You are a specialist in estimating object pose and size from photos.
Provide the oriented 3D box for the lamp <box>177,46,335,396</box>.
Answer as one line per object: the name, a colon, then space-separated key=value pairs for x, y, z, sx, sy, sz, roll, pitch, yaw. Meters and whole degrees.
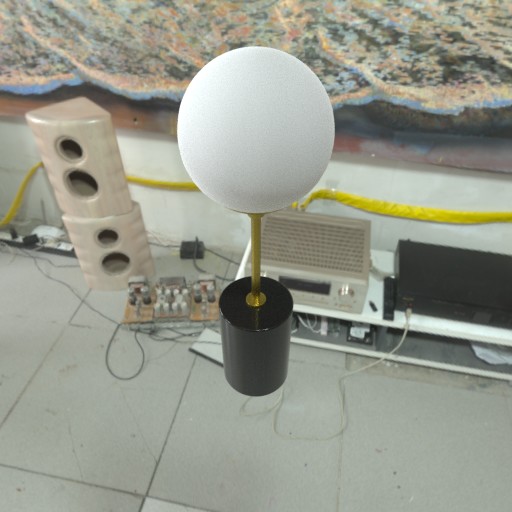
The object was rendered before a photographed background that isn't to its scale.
lamp: x=0.000 y=0.000 z=0.546 sx=0.153 sy=0.480 sz=0.153 roll=0 pitch=42 yaw=0
